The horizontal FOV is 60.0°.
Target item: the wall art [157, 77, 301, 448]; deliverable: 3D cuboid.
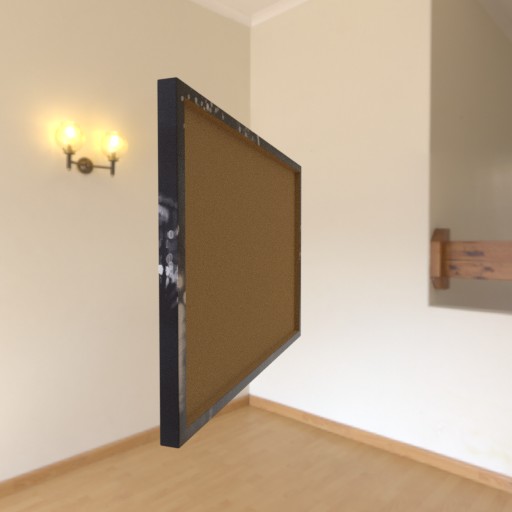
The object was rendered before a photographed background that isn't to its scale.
[{"bbox_3d":[0.000,0.000,1.162,0.038,0.609,0.914,1,2,18],"label":"wall art"}]
